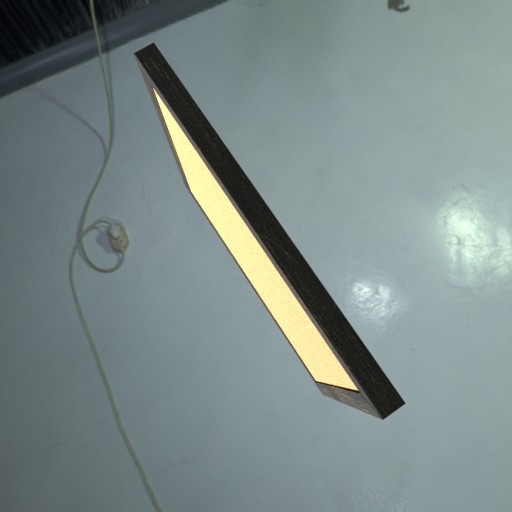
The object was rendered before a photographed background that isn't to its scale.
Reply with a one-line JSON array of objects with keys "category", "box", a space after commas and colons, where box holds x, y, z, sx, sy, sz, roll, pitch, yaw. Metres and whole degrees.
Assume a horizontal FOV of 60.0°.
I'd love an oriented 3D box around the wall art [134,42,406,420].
[{"category": "wall art", "box": [0.000, 0.000, 0.766, 0.032, 0.457, 0.558, -32, 78, -8]}]
